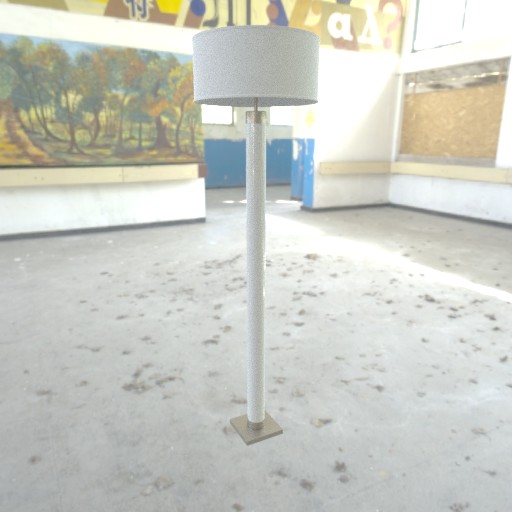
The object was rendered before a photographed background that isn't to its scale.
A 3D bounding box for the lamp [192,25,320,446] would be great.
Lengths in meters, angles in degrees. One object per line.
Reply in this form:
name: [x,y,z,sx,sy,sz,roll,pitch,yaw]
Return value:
lamp: [0.000,0.000,1.638,0.420,1.475,0.420,-8,17,-27]
